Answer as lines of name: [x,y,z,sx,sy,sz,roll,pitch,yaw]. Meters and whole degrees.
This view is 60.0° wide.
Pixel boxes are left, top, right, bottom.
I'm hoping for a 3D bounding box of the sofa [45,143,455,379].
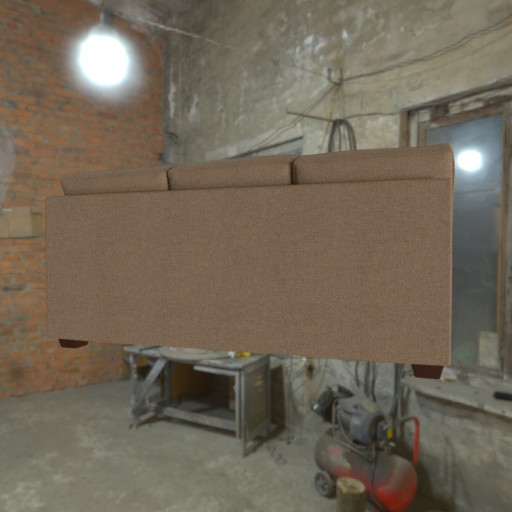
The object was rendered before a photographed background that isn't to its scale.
sofa: [0.000,0.000,2.647,2.092,1.036,1.127,0,0,17]
